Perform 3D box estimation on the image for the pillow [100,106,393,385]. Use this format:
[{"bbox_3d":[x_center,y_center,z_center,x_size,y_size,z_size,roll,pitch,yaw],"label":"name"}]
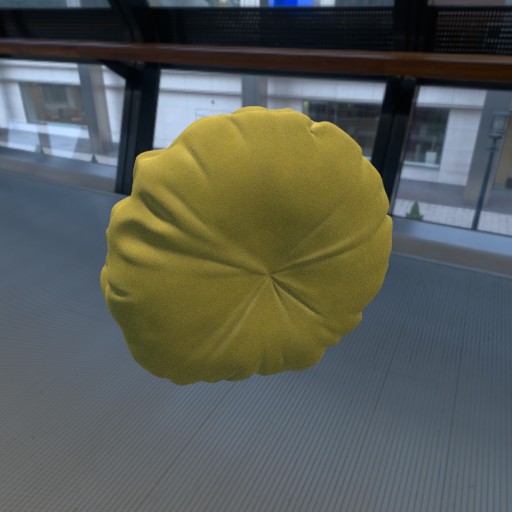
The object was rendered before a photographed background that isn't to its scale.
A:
[{"bbox_3d":[0.000,0.000,0.634,0.428,0.407,0.148,-9,28,-17],"label":"pillow"}]
